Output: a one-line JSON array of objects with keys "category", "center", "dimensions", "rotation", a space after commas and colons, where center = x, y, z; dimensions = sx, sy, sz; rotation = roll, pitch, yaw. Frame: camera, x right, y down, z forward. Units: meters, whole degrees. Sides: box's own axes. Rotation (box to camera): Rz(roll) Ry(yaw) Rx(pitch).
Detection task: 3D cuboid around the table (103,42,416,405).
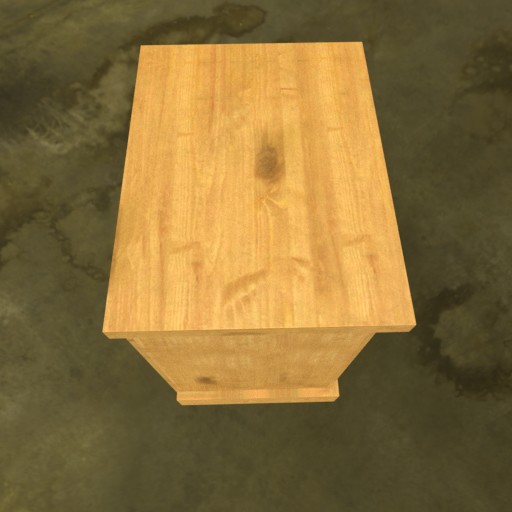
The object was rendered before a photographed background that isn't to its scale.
[{"category": "table", "center": [0.000, 0.000, 1.210], "dimensions": [0.500, 0.813, 0.660], "rotation": [-1, 64, -1]}]
